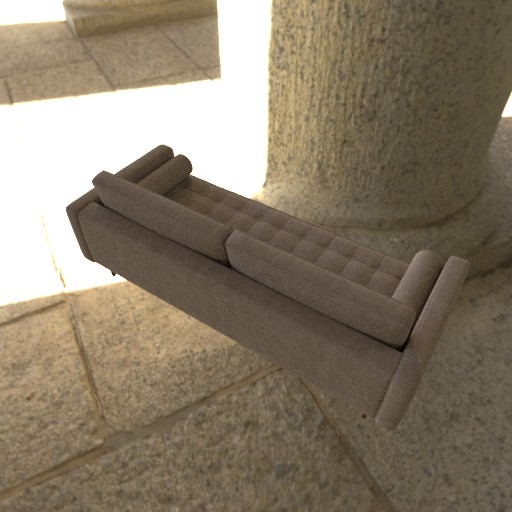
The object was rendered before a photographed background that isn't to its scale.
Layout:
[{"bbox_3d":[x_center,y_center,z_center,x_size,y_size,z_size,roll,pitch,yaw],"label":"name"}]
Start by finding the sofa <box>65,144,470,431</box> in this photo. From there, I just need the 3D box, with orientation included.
[{"bbox_3d":[0.000,0.000,2.655,2.200,0.770,0.919,25,51,22],"label":"sofa"}]
